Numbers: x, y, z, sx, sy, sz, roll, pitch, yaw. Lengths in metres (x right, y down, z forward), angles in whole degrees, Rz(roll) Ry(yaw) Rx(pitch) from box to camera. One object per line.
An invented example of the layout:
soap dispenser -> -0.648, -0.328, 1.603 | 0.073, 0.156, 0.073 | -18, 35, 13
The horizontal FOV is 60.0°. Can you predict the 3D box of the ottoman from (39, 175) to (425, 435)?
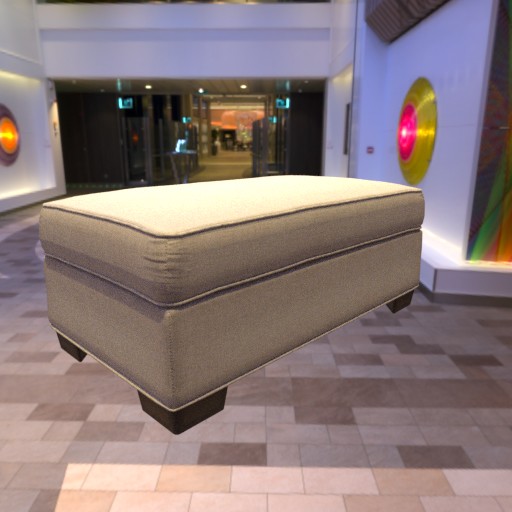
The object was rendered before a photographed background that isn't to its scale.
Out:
ottoman -> 0.000, 0.000, 1.406 | 0.617, 0.461, 1.097 | 14, 20, 43
